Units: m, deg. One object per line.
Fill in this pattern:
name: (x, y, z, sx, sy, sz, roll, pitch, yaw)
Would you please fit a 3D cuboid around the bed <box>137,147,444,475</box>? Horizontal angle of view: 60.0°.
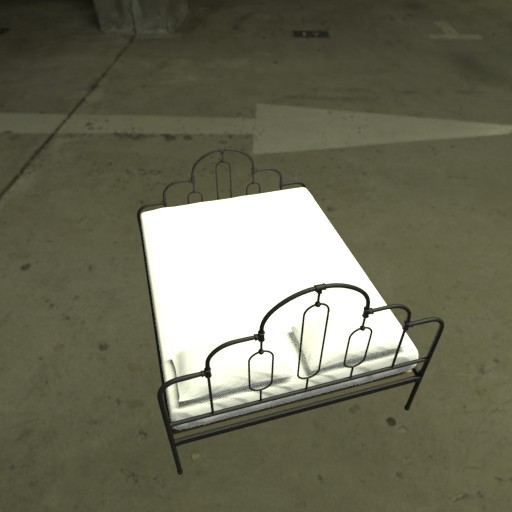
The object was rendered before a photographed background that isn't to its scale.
bed: (0.000, 0.000, 3.245, 1.640, 1.429, 2.163, -11, 42, -12)
